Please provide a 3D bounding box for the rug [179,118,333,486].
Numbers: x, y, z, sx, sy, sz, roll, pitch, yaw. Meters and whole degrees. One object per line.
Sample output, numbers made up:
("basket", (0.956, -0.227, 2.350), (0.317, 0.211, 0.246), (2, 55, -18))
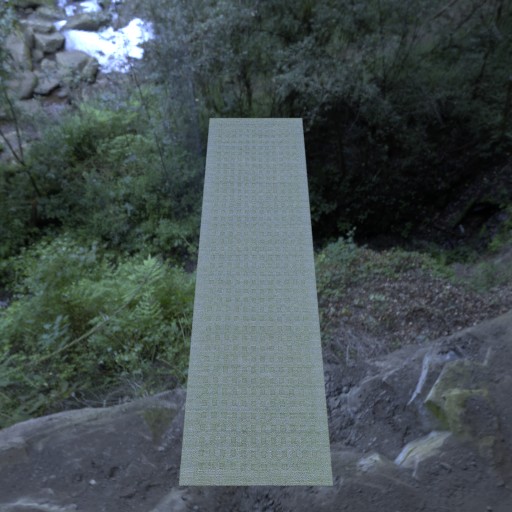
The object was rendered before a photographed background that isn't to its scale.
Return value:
("rug", (0.000, 0.000, 2.636), (0.686, 0.006, 2.437), (0, 57, 0))
